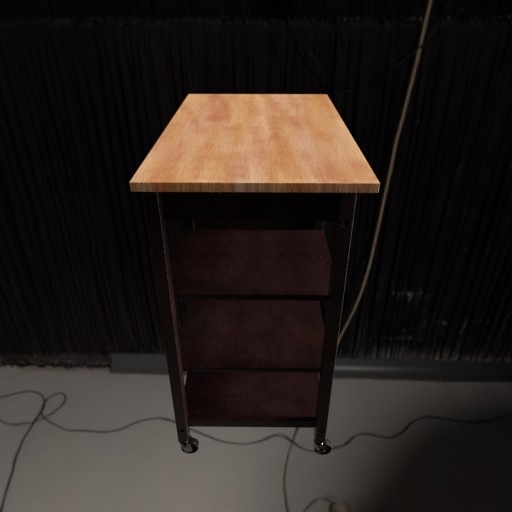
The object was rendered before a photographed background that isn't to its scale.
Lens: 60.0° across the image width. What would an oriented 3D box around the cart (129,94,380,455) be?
[{"bbox_3d":[0.000,0.000,1.446,0.472,0.878,0.914,0,31,1],"label":"cart"}]
